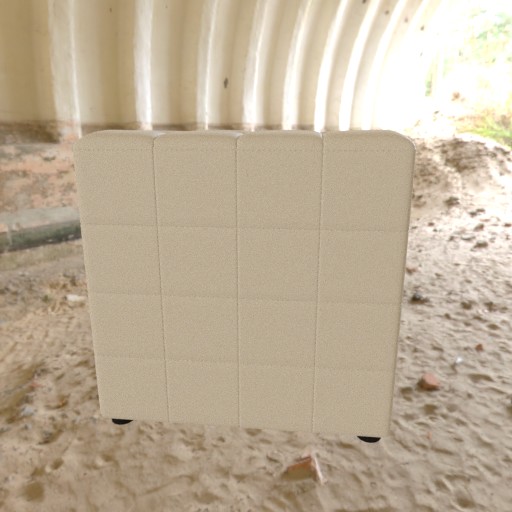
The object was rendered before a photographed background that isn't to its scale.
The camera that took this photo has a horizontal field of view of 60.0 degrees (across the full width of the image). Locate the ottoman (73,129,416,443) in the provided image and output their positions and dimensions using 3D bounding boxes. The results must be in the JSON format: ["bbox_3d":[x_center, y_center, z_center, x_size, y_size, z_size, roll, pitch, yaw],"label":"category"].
[{"bbox_3d":[0.000,0.000,0.790,0.425,0.432,0.425,2,15,6],"label":"ottoman"}]
